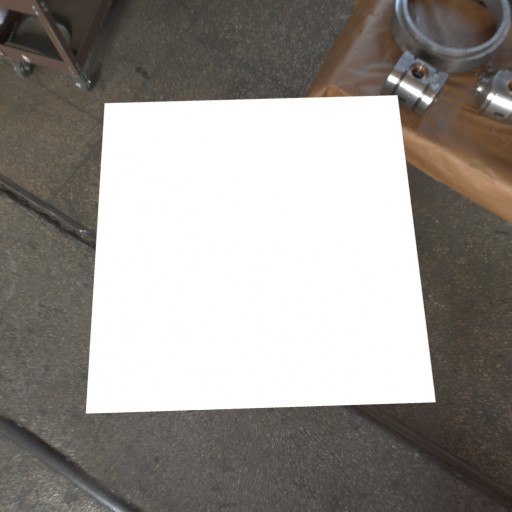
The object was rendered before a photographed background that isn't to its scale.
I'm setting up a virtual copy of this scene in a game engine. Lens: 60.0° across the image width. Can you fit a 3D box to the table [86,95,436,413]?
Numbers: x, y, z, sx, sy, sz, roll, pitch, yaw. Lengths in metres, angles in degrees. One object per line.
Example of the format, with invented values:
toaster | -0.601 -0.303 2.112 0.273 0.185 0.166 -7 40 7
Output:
table | 0.000 0.000 1.113 0.700 0.289 0.700 -2 76 0
